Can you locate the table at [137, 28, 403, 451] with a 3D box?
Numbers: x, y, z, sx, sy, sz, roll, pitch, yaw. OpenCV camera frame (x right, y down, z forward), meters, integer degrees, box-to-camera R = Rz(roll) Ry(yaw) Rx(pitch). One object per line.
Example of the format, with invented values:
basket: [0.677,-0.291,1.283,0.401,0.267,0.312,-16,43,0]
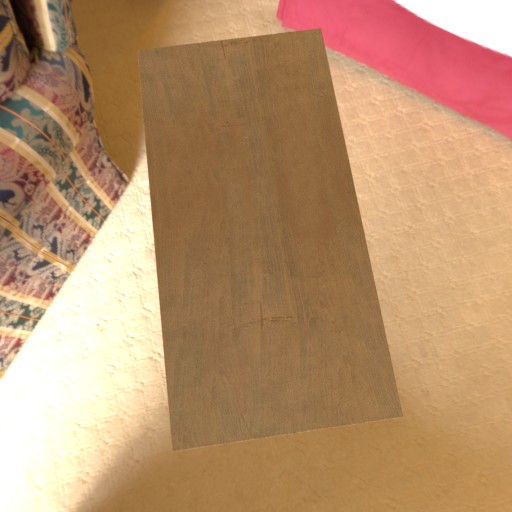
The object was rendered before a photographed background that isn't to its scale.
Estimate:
table: [0.000,0.000,1.632,0.556,0.914,1.119,-8,76,-2]
